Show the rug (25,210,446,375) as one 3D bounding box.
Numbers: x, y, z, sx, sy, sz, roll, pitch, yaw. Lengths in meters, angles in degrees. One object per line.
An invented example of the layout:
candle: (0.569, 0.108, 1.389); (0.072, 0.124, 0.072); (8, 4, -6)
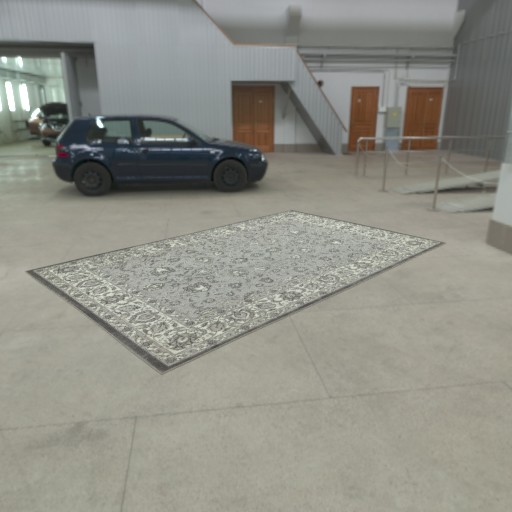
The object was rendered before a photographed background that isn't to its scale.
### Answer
rug: (0.000, 0.000, 2.975); (2.438, 0.011, 1.524); (-17, 25, -41)
